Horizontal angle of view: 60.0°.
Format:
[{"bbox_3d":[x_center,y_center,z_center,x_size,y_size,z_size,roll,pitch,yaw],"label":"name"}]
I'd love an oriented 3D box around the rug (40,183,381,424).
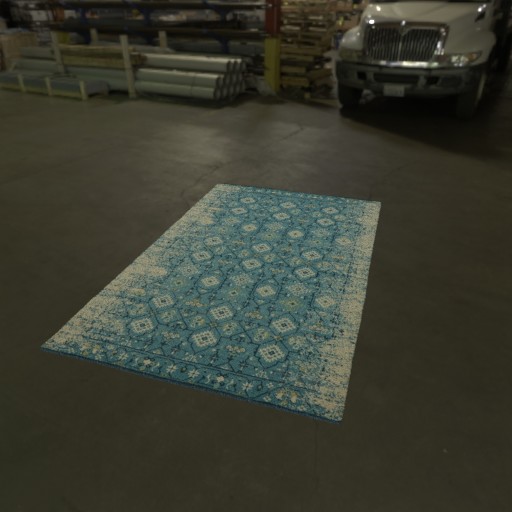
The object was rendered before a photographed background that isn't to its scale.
[{"bbox_3d":[0.000,0.000,3.042,1.530,0.015,2.449,9,31,15],"label":"rug"}]
